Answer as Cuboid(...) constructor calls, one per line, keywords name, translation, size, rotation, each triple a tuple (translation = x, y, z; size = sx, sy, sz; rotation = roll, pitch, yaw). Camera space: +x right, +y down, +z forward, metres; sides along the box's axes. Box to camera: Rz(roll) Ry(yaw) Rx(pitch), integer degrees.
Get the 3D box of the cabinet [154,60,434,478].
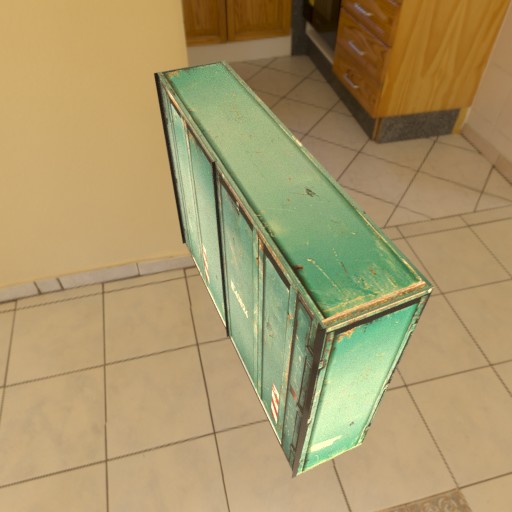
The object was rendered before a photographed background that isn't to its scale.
Cuboid(name="cabinet", translation=(0.000, 0.000, 3.913), size=(0.680, 2.160, 3.001), rotation=(-18, 49, -16))
